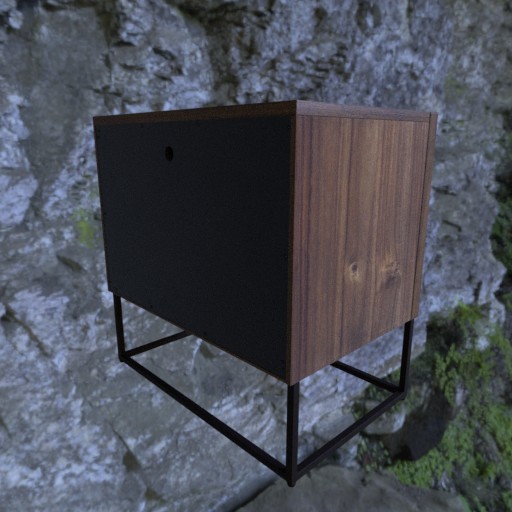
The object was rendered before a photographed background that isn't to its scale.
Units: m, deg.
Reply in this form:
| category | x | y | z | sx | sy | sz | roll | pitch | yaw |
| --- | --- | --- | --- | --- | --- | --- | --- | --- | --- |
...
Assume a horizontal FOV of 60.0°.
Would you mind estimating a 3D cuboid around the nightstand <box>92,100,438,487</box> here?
| category | x | y | z | sx | sy | sz | roll | pitch | yaw |
| --- | --- | --- | --- | --- | --- | --- | --- | --- | --- |
| nightstand | 0.000 | 0.000 | 1.004 | 0.437 | 0.610 | 0.610 | -14 | 20 | -42 |
